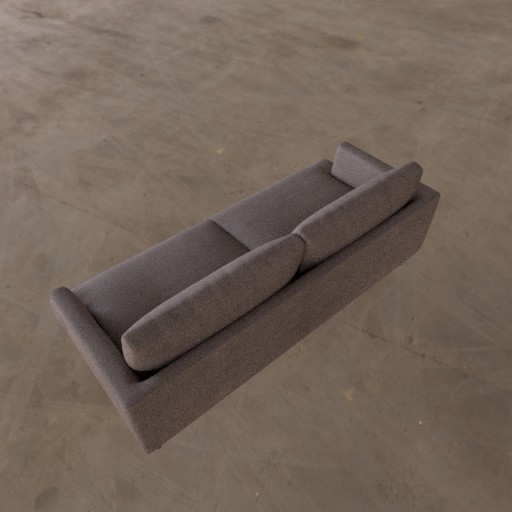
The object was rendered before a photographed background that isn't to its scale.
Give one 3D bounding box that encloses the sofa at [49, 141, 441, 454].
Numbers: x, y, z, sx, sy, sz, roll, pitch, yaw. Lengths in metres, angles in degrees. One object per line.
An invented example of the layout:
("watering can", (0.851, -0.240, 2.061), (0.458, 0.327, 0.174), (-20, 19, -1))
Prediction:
("sofa", (0.000, 0.000, 2.735), (2.250, 0.868, 1.020), (-31, 53, -27))
